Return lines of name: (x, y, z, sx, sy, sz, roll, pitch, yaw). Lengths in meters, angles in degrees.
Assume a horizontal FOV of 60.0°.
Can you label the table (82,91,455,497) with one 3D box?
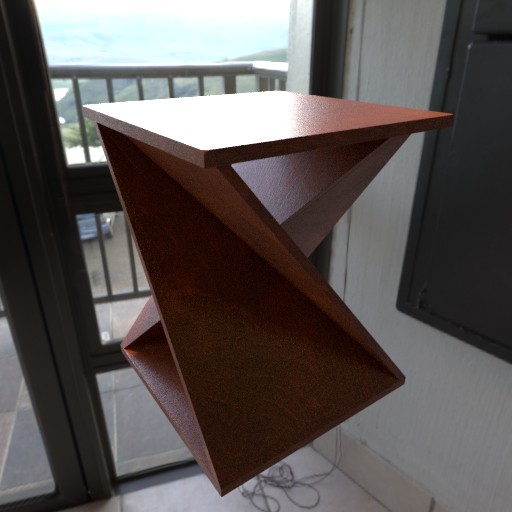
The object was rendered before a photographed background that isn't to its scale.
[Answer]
table: (0.000, 0.000, 0.821, 0.427, 0.520, 0.427, -17, 31, -31)
